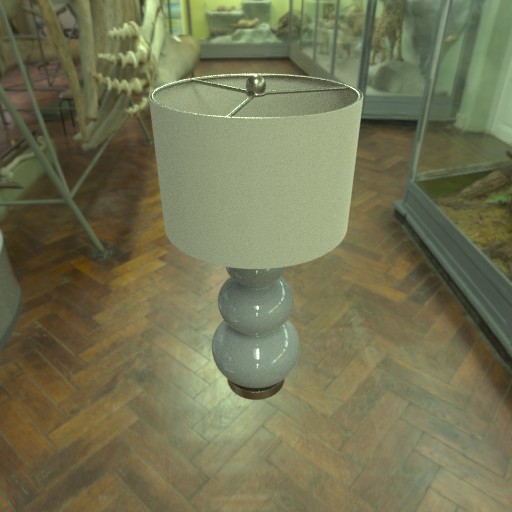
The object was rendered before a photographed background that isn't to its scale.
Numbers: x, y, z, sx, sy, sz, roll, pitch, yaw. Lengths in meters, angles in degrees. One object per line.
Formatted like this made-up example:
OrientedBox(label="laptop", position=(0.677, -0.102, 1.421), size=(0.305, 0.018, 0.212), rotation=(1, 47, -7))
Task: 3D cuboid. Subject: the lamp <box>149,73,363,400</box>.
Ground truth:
OrientedBox(label="lamp", position=(0.000, 0.000, 0.951), size=(0.367, 0.730, 0.367), rotation=(-20, 37, -29))
